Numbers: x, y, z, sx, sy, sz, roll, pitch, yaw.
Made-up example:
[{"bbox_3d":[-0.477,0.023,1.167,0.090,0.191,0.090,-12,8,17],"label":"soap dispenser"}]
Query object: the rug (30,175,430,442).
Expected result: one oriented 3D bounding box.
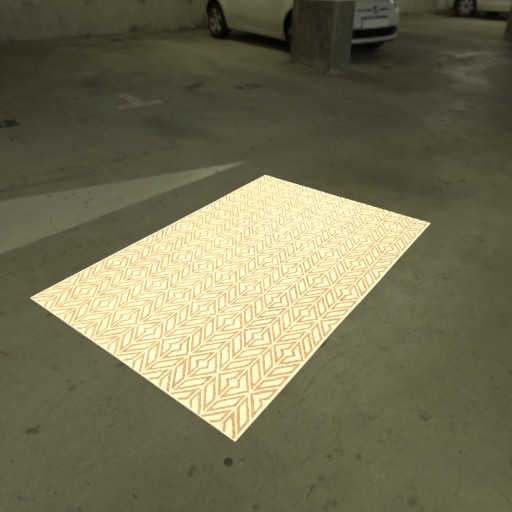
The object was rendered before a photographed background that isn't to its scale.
[{"bbox_3d":[0.000,0.000,2.336,1.220,0.007,1.828,22,39,31],"label":"rug"}]
